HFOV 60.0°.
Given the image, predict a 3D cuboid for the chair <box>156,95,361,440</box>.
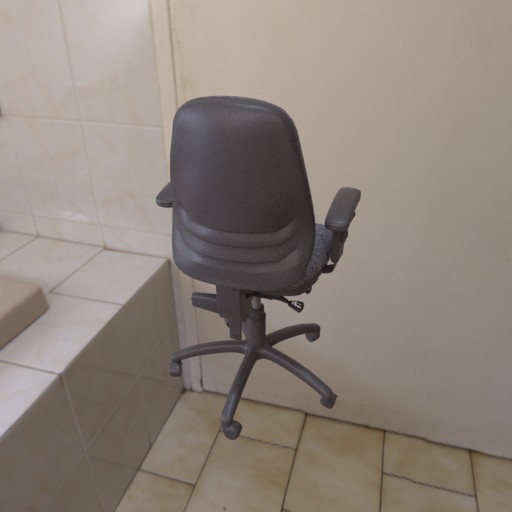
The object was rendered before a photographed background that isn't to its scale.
[{"bbox_3d":[0.000,0.000,1.252,0.550,0.910,0.530,9,31,16],"label":"chair"}]
